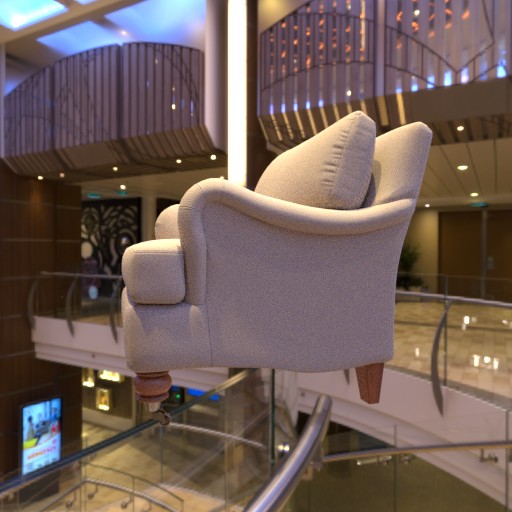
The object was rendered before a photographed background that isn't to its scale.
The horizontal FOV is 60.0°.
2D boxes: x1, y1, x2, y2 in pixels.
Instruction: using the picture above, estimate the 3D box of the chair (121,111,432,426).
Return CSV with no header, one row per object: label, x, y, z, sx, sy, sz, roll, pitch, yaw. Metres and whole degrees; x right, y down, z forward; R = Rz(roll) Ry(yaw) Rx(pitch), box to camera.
chair,0.000,0.000,1.844,1.070,1.038,0.955,0,1,-17
